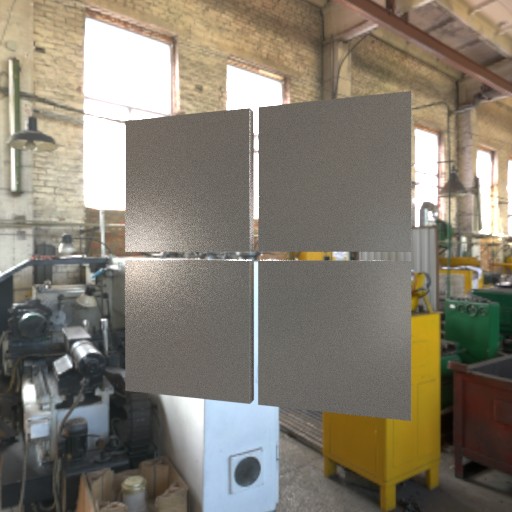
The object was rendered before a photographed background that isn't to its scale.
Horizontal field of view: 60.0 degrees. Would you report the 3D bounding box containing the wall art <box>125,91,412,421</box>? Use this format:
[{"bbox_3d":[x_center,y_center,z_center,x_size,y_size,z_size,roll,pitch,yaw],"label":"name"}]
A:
[{"bbox_3d":[0.000,0.000,0.925,0.611,0.611,0.029,0,0,17],"label":"wall art"}]
